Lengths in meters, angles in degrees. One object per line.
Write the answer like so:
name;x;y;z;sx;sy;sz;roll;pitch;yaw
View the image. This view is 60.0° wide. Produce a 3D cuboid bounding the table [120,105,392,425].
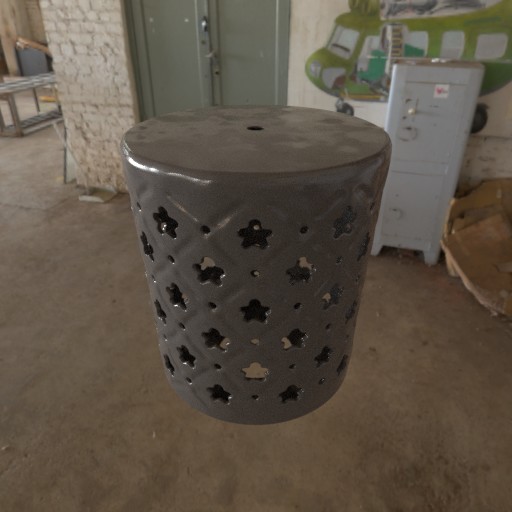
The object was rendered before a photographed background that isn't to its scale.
table;0.000;0.000;0.677;0.352;0.387;0.352;0;30;0
